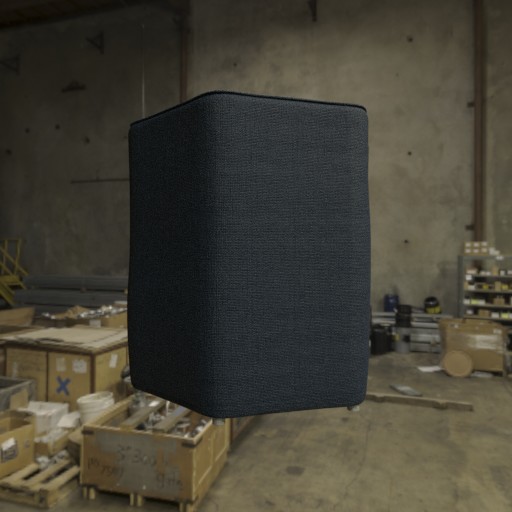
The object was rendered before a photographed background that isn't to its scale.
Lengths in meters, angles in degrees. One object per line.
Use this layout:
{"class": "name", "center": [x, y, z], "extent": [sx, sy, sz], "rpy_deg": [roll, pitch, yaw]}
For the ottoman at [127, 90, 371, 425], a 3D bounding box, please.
{"class": "ottoman", "center": [0.000, 0.000, 0.885], "extent": [0.454, 0.505, 0.492], "rpy_deg": [0, 0, 18]}
